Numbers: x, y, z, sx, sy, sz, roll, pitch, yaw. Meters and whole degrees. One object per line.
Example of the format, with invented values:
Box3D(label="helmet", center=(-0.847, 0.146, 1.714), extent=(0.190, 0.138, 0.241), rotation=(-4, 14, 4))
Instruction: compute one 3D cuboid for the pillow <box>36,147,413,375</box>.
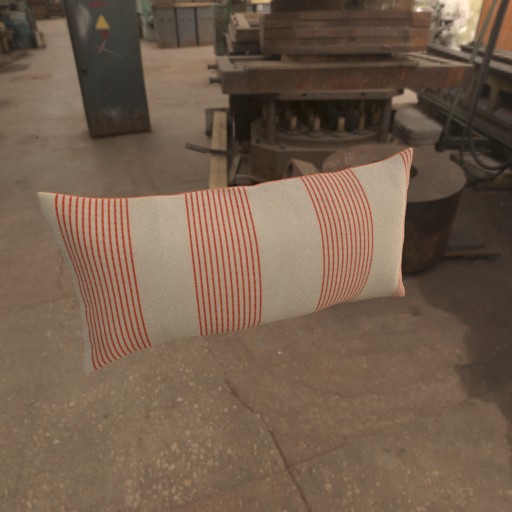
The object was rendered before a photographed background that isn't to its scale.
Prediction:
Box3D(label="pillow", center=(0.000, 0.000, 0.737), extent=(0.608, 0.292, 0.156), rotation=(-11, 33, -17))
